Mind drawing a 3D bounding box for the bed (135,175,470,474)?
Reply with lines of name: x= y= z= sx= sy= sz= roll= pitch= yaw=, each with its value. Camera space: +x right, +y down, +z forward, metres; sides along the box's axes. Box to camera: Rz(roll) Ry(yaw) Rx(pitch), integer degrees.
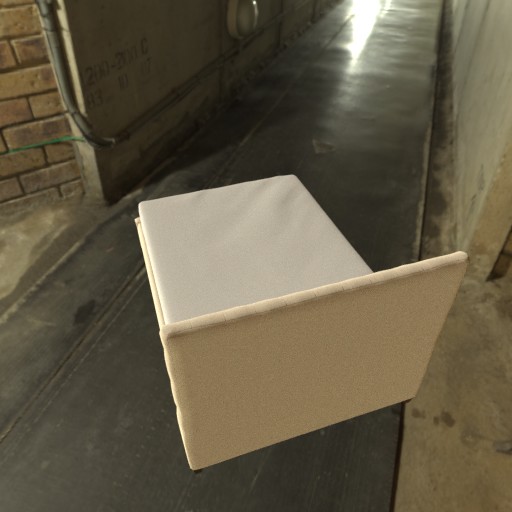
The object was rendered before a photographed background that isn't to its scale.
bed: x=0.000 y=0.000 z=3.476 sx=1.698 sy=1.427 sz=2.387 roll=-13 pitch=43 yaw=-14
